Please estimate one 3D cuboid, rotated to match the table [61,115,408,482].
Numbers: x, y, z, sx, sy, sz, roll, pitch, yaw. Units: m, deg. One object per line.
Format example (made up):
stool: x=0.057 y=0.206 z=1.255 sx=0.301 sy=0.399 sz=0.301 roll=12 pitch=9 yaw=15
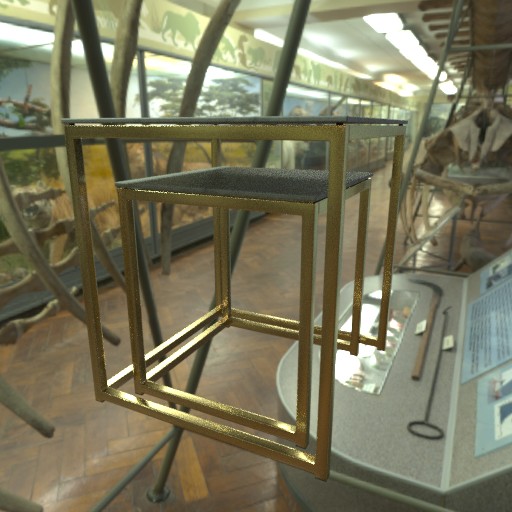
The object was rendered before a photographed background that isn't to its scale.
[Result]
table: x=0.000 y=0.000 z=0.850 sx=0.450 sy=0.500 sz=0.450 roll=8 pitch=18 yaw=25
